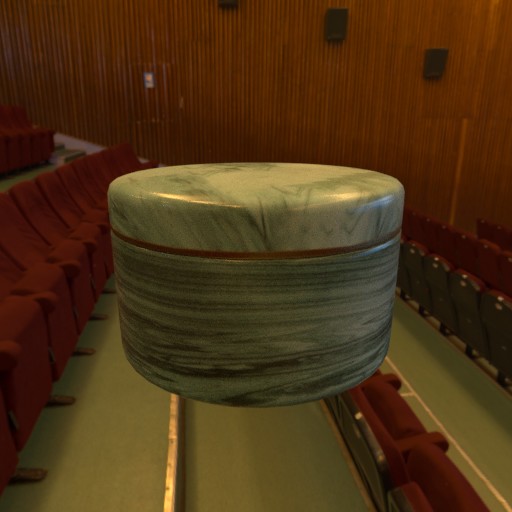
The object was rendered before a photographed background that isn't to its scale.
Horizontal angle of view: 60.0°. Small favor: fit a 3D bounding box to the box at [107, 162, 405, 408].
[{"bbox_3d":[0.000,0.000,0.166,0.101,0.063,0.101,0,17,0],"label":"box"}]
